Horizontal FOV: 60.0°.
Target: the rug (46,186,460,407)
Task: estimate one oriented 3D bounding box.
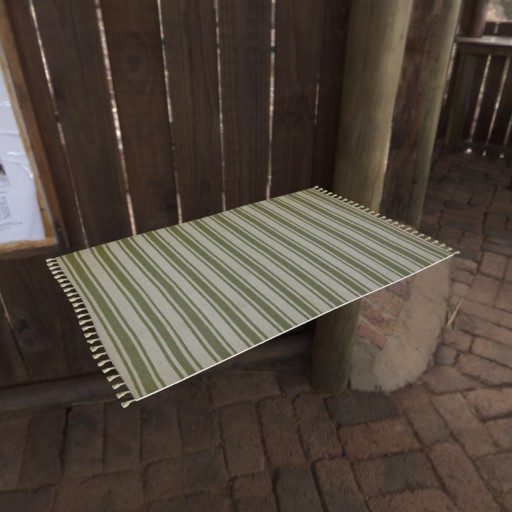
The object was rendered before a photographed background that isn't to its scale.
[{"bbox_3d":[0.000,0.000,2.339,1.875,0.013,1.162,-19,35,-29],"label":"rug"}]
